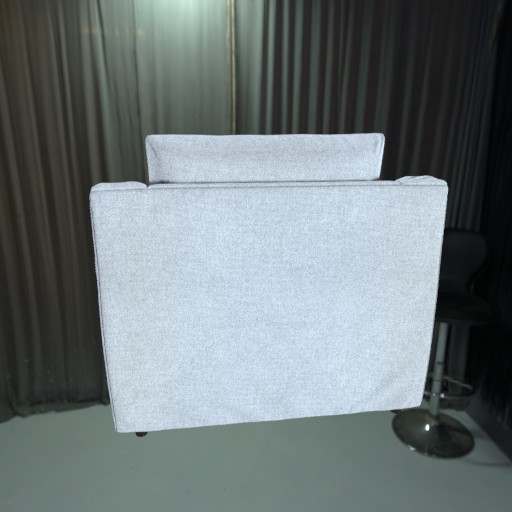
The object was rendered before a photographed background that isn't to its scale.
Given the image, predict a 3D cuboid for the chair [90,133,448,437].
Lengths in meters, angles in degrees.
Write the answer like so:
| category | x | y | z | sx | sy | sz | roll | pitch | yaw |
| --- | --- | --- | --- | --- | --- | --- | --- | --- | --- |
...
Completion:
| category | x | y | z | sx | sy | sz | roll | pitch | yaw |
| --- | --- | --- | --- | --- | --- | --- | --- | --- | --- |
| chair | 0.000 | 0.000 | 1.994 | 1.194 | 1.059 | 1.071 | -2 | 15 | -8 |
